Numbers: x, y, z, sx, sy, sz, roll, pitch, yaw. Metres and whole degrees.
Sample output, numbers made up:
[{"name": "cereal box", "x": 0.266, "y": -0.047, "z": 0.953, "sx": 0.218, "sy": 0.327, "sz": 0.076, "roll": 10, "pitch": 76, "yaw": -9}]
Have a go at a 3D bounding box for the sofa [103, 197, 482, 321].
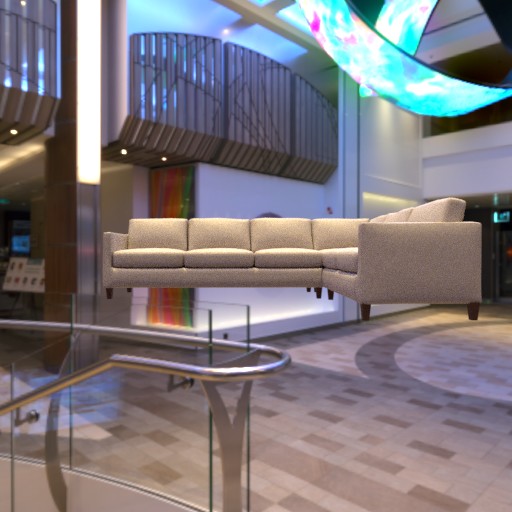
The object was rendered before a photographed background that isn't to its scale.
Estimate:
[{"name": "sofa", "x": 0.000, "y": 0.000, "z": 4.462, "sx": 3.333, "sy": 0.934, "sz": 2.522, "roll": 0, "pitch": 0, "yaw": -1}]
